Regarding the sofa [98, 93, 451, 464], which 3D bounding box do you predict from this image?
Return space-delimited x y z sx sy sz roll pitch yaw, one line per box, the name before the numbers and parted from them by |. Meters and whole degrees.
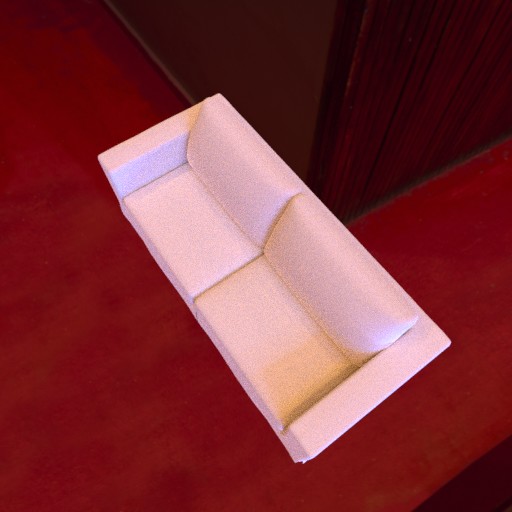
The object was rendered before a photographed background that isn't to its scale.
sofa | 0.000 0.000 2.699 0.954 0.881 2.163 -33 68 -15
